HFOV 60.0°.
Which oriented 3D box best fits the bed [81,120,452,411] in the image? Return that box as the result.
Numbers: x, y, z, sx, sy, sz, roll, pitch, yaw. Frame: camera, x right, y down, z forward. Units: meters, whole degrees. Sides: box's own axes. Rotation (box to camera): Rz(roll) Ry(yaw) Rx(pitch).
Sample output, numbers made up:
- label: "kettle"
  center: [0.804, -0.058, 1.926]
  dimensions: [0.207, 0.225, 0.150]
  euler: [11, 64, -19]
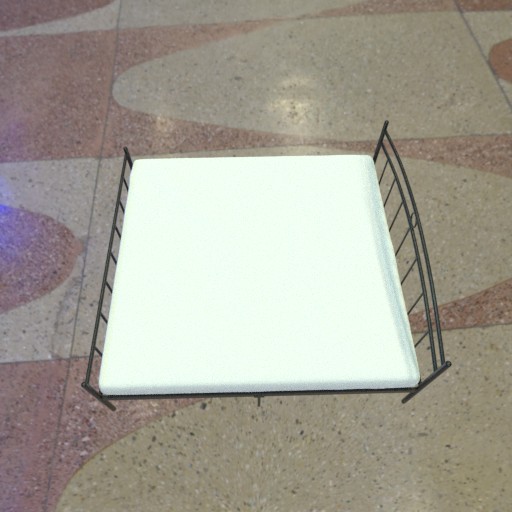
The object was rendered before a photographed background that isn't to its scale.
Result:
- label: "bed"
  center: [0.000, 0.000, 3.147]
  dimensions: [2.040, 0.940, 1.880]
  euler: [-1, 59, -1]
